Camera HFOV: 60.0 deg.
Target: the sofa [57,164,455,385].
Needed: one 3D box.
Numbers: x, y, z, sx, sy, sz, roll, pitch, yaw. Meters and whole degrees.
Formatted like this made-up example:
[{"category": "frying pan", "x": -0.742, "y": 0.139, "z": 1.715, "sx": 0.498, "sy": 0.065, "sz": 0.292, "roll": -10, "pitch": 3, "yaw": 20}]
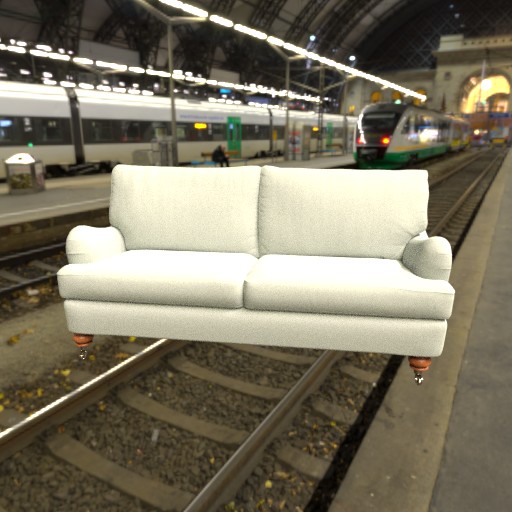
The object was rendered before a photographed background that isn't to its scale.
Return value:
[{"category": "sofa", "x": 0.000, "y": 0.000, "z": 2.822, "sx": 2.193, "sy": 1.096, "sz": 1.069, "roll": 2, "pitch": 15, "yaw": 8}]
